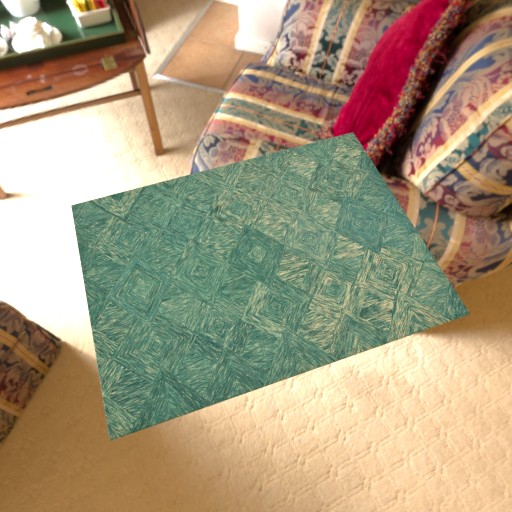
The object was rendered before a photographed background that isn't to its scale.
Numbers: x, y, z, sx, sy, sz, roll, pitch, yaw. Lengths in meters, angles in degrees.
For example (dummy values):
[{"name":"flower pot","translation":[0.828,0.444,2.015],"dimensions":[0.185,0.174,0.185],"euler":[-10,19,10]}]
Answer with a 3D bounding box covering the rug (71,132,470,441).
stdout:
[{"name":"rug","translation":[0.000,0.000,4.274],"dimensions":[3.217,0.027,2.405],"euler":[-17,60,-10]}]
